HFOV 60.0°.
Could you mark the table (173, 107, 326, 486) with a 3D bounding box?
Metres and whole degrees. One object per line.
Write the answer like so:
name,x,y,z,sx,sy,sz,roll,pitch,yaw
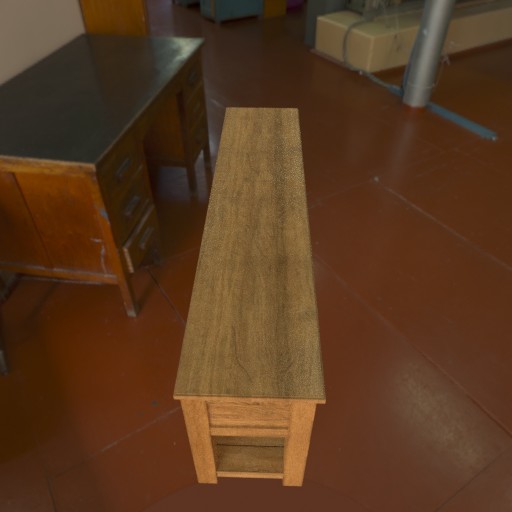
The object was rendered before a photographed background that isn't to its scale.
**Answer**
table,0.000,0.000,2.065,0.425,0.635,1.815,1,42,1
